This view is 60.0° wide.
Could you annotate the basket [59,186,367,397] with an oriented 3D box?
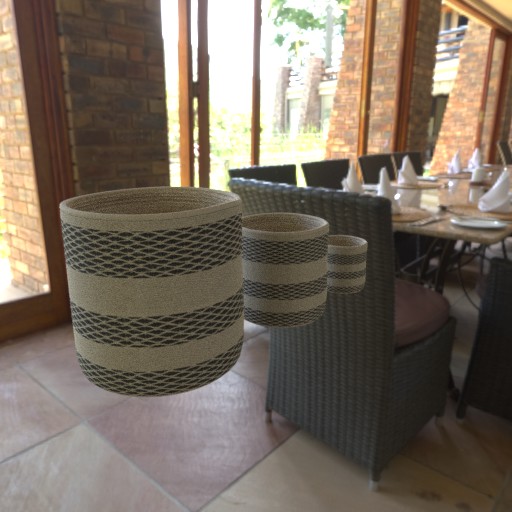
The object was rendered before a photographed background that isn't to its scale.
[{"bbox_3d":[0.000,0.000,1.116,0.917,0.356,0.351,-15,21,-43],"label":"basket"}]
